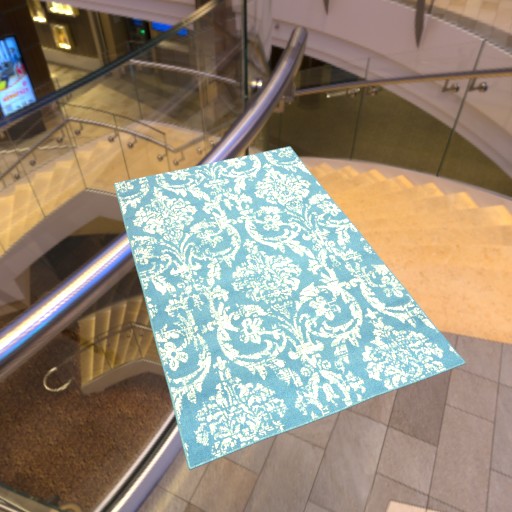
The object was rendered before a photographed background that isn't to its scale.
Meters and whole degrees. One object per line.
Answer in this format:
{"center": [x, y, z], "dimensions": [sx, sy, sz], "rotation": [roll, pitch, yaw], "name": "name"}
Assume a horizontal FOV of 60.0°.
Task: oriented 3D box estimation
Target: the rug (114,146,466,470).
{"center": [0.000, 0.000, 2.330], "dimensions": [1.211, 0.012, 1.833], "rotation": [-15, 47, -15], "name": "rug"}
